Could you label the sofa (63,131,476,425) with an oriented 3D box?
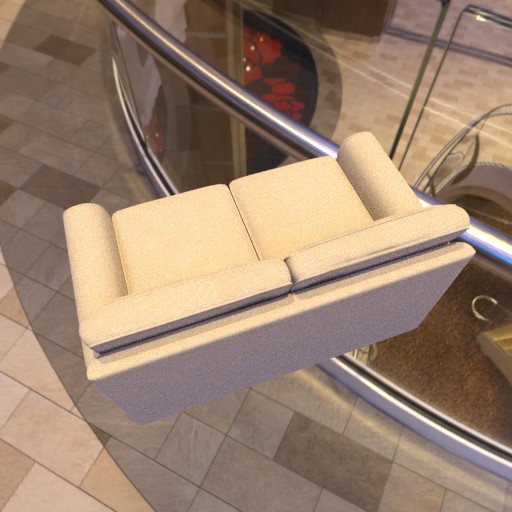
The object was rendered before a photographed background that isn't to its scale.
[{"bbox_3d":[0.000,0.000,2.247,1.727,0.940,0.991,-17,59,-10],"label":"sofa"}]
